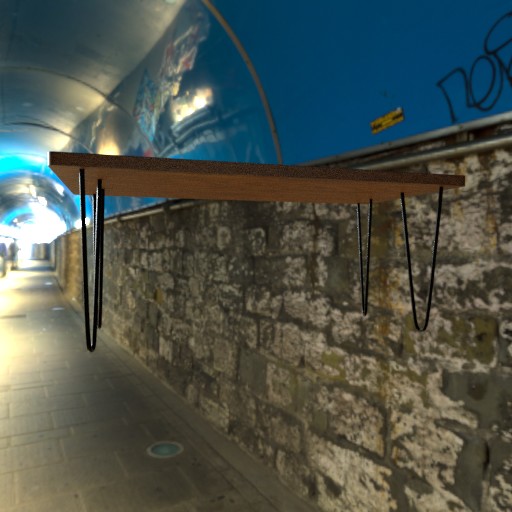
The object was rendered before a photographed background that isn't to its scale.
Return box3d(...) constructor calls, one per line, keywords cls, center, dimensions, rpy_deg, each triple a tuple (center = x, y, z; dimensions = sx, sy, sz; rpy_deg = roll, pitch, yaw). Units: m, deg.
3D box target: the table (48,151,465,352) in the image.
box3d(cls="table", center=(0.000, 0.000, 2.231), dimensions=(1.791, 0.753, 0.883), rpy_deg=(0, 1, -17))
